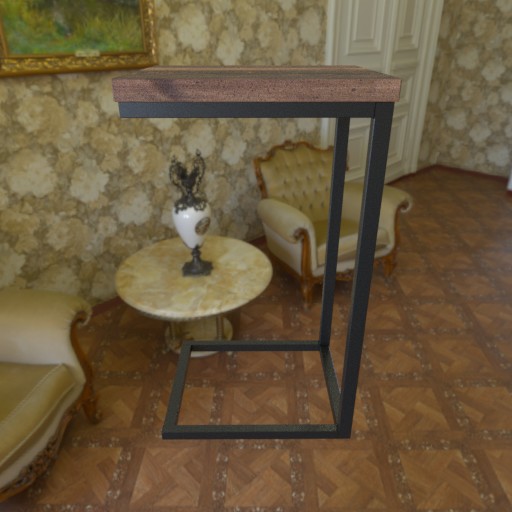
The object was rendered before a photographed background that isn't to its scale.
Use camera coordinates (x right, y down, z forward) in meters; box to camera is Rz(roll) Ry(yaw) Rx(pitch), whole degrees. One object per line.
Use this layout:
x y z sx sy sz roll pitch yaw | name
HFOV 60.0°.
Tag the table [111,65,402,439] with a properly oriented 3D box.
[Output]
0.000 0.000 0.929 0.414 0.718 0.323 0 26 0 | table
